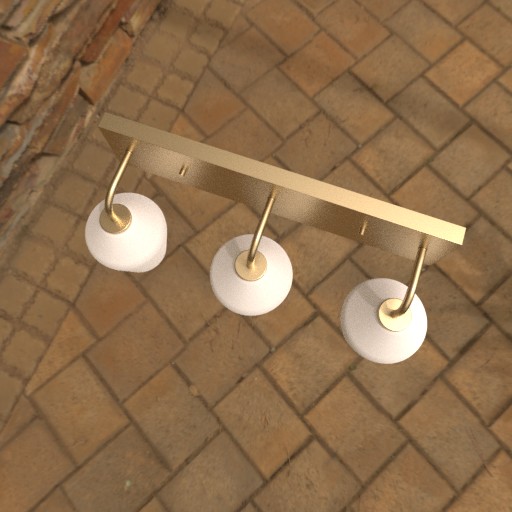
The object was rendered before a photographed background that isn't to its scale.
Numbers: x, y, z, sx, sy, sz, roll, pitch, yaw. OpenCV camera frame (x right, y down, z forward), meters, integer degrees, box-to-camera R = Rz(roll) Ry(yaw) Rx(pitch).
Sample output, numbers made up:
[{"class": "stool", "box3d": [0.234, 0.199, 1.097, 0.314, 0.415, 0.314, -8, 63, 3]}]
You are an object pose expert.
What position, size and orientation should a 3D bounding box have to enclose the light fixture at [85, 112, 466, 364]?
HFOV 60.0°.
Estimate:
[{"class": "light fixture", "box3d": [0.000, 0.000, 0.731, 0.609, 0.280, 0.190, 19, 75, 5]}]
